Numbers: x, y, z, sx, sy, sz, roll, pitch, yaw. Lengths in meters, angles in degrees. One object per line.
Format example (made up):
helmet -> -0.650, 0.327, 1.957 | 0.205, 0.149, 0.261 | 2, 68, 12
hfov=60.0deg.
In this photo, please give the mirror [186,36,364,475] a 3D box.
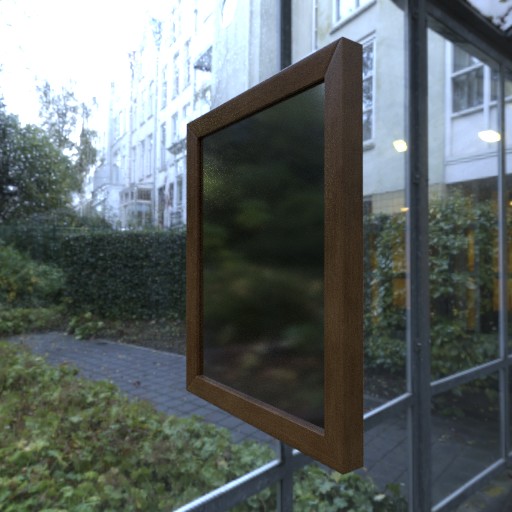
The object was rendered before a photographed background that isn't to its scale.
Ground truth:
mirror -> 0.000, 0.000, 0.690 | 0.041, 0.508, 0.405 | 0, -1, -35
